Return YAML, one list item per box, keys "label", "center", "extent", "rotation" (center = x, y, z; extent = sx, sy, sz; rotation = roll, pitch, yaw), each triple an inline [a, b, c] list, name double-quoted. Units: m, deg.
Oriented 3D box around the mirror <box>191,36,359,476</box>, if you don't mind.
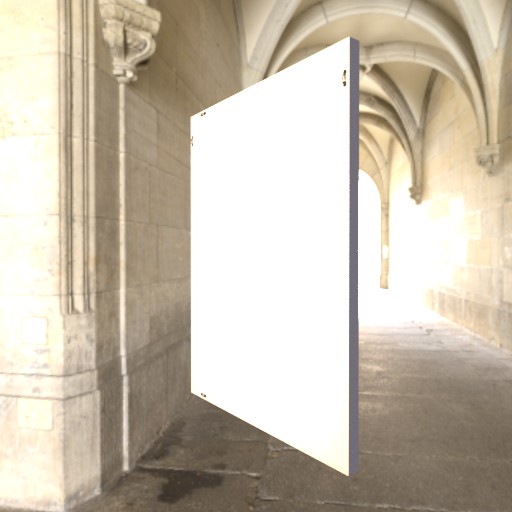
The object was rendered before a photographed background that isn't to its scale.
- label: "mirror"
  center: [0.000, 0.000, 1.339]
  extent: [0.040, 1.016, 0.762]
  rotation: [0, 1, -37]
